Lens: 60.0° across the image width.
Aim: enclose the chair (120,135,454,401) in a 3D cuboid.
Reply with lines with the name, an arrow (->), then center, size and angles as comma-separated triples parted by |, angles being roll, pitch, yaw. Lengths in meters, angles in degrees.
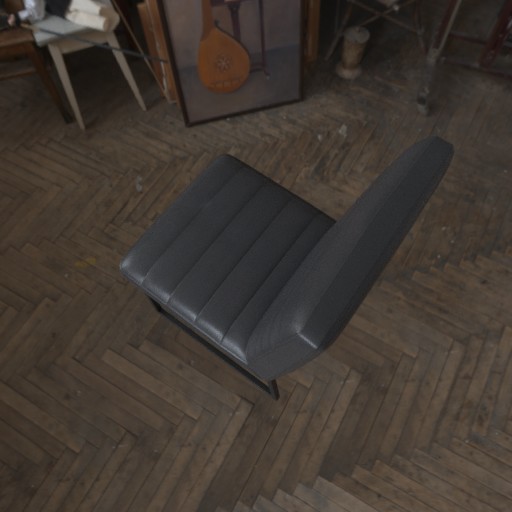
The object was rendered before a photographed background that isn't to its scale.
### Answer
chair -> 0.000, 0.000, 1.264 | 0.634, 0.930, 0.520 | 33, 69, 15
